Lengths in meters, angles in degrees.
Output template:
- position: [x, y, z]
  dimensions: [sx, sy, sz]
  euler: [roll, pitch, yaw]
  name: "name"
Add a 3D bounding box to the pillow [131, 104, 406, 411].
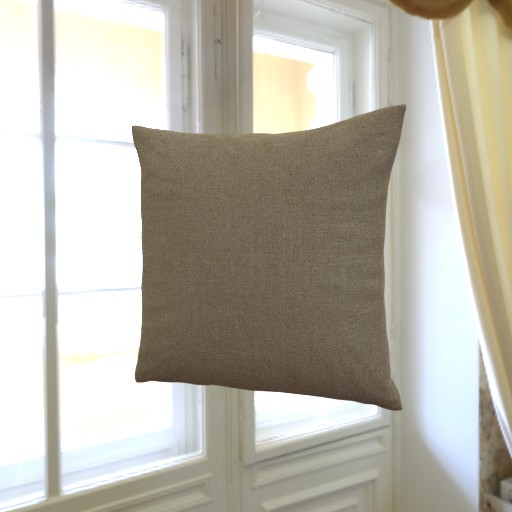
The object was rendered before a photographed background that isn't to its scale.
- position: [0.000, 0.000, 0.806]
  dimensions: [0.513, 0.511, 0.158]
  euler: [1, 2, 17]
  name: "pillow"
